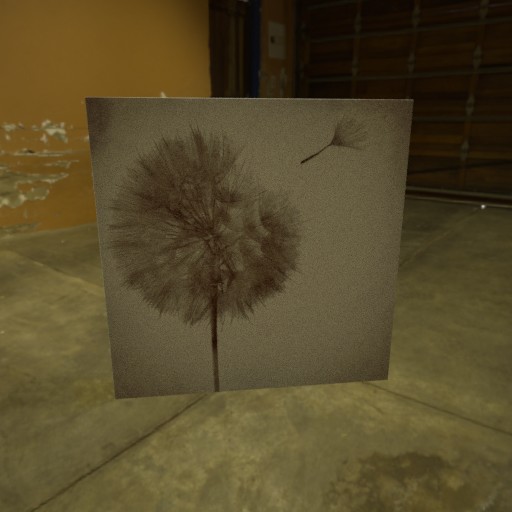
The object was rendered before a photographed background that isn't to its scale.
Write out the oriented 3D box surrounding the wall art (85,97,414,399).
[{"bbox_3d":[0.000,0.000,1.138,0.762,0.762,0.027,-2,16,-7],"label":"wall art"}]
